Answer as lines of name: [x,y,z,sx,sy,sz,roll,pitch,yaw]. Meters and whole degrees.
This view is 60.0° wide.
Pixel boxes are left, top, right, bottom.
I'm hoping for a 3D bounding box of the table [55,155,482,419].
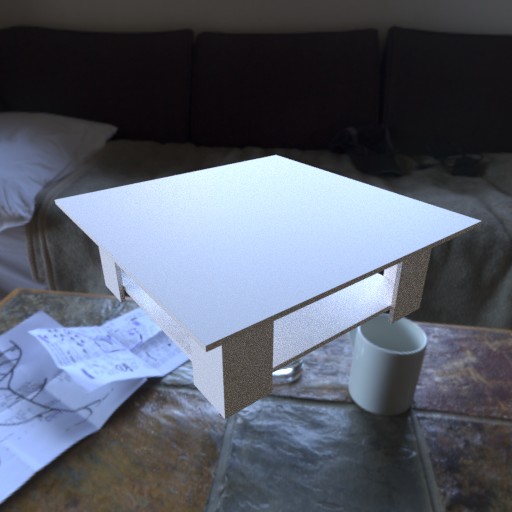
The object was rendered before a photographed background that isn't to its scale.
table: [0.000,0.000,1.368,0.890,0.305,0.890,-19,33,-33]
